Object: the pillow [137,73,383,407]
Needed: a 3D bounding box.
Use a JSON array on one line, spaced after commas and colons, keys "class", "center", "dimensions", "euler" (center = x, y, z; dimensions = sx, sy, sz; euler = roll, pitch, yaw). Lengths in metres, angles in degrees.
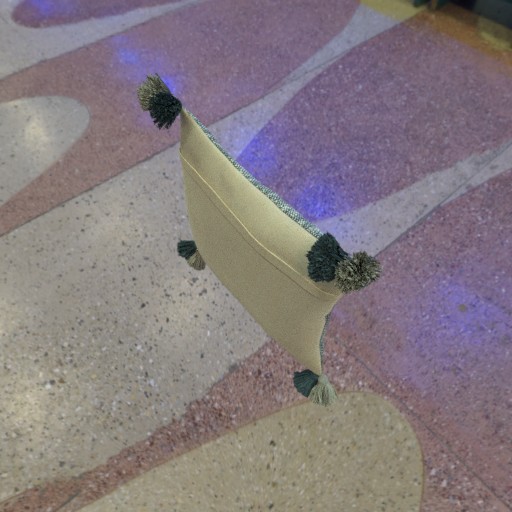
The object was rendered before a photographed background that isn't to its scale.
[{"class": "pillow", "center": [0.000, 0.000, 0.943], "dimensions": [0.138, 0.634, 0.614], "euler": [-34, 64, -20]}]
